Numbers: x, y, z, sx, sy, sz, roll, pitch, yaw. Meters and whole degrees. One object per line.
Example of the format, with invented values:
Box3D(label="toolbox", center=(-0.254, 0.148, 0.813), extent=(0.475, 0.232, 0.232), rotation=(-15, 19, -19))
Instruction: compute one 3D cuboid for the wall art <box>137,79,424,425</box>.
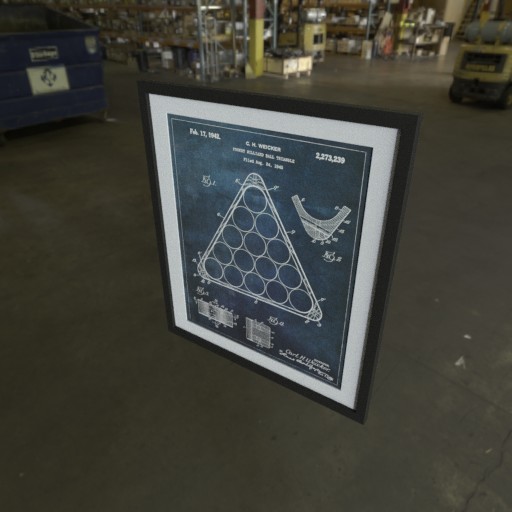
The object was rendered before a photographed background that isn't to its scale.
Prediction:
Box3D(label="wall art", center=(0.000, 0.000, 1.238), extent=(0.755, 0.863, 0.028), rotation=(18, 35, 29))
